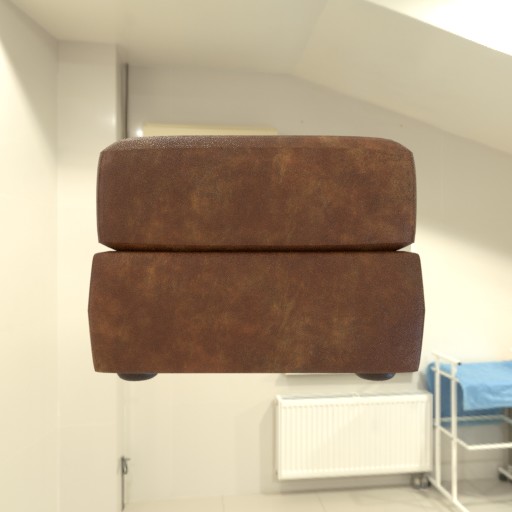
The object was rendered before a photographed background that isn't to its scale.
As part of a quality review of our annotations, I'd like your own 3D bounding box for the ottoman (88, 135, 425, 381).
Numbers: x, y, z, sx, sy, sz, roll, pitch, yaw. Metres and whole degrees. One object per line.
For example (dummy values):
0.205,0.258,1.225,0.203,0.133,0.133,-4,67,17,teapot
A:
0.000,0.000,1.140,0.603,0.476,0.751,0,0,0,ottoman
